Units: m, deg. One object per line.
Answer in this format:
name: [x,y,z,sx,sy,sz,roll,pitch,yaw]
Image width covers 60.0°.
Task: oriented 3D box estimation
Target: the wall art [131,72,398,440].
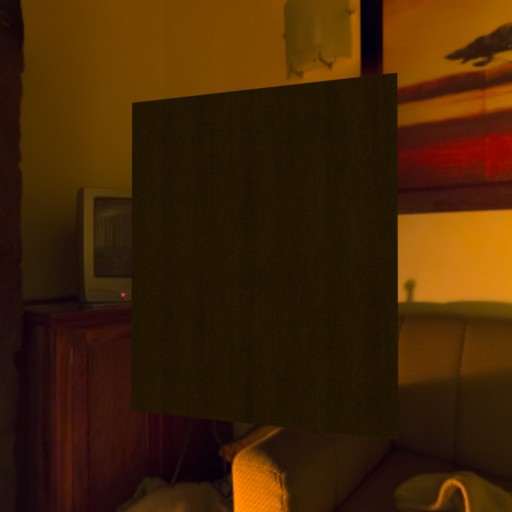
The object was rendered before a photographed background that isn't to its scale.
wall art: [0.000,0.000,0.747,0.455,0.552,0.034,0,0,16]
